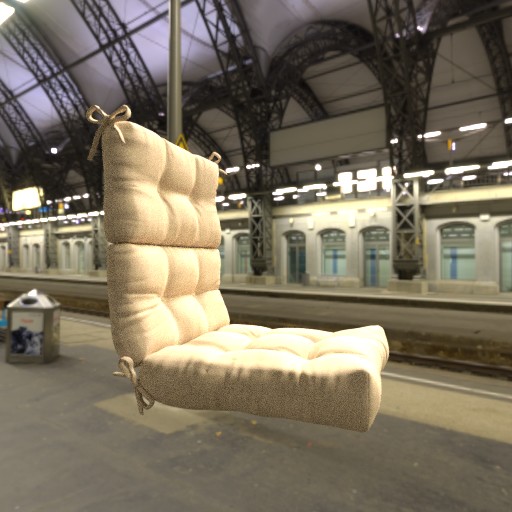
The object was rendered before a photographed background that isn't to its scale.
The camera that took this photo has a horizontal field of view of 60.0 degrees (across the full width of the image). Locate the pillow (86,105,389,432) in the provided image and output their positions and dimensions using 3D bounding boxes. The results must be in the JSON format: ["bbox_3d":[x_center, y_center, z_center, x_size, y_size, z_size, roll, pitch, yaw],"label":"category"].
[{"bbox_3d":[0.000,0.000,1.018,0.571,0.605,0.519,0,-1,19],"label":"pillow"}]
